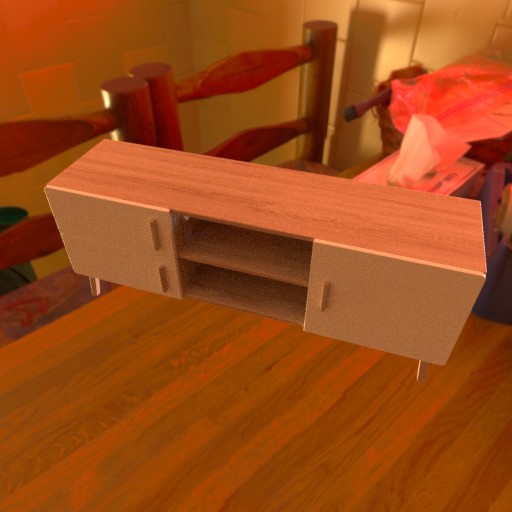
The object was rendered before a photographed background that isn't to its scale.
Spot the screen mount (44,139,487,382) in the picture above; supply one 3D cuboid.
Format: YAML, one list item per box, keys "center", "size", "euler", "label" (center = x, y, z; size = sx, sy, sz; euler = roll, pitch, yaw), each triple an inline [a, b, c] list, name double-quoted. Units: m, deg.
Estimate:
- center: [0.000, 0.000, 1.751]
  size: [1.500, 0.570, 0.420]
  euler: [12, 43, 14]
  label: "screen mount"
